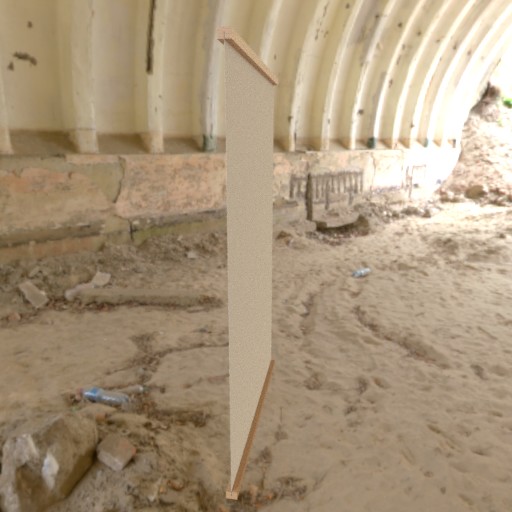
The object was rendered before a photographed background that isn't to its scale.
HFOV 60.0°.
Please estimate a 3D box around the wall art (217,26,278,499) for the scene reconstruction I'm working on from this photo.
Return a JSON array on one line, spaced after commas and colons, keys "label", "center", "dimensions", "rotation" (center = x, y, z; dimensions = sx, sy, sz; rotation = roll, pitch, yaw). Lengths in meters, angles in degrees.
[{"label": "wall art", "center": [0.000, 0.000, 1.843], "dimensions": [0.040, 1.510, 0.991], "rotation": [2, 14, 10]}]
